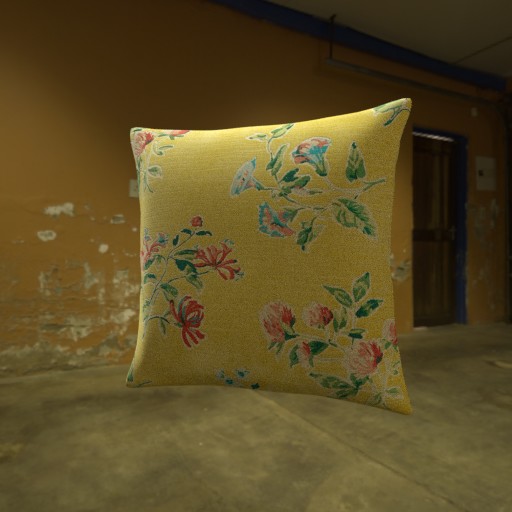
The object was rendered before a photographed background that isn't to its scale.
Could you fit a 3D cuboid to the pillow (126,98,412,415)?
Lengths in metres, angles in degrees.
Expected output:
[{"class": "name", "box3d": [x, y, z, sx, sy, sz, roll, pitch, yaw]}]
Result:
[{"class": "pillow", "box3d": [0.000, 0.000, 0.789, 0.525, 0.508, 0.166, 0, -1, 18]}]
